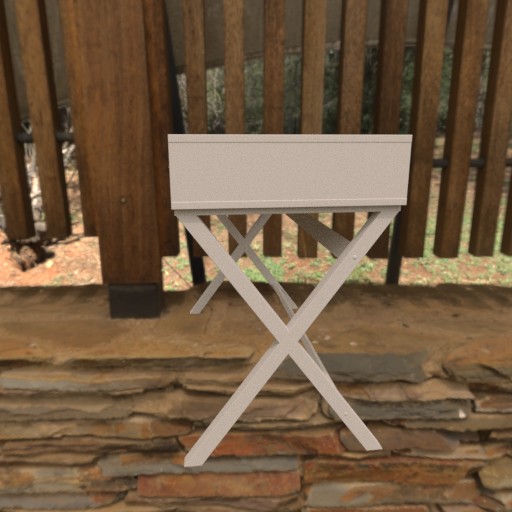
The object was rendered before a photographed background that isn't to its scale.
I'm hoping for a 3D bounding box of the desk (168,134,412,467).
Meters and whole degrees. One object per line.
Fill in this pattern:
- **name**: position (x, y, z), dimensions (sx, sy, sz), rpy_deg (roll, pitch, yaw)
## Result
- **desk**: position (0.000, 0.000, 1.501), dimensions (0.525, 0.780, 1.057), rpy_deg (-2, 15, -7)
